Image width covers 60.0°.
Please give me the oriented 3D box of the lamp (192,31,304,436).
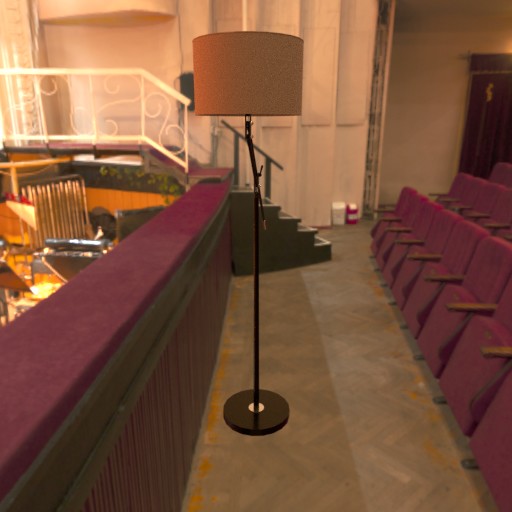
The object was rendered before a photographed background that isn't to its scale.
[{"bbox_3d":[0.000,0.000,1.926,0.373,1.635,0.809,2,16,7],"label":"lamp"}]
